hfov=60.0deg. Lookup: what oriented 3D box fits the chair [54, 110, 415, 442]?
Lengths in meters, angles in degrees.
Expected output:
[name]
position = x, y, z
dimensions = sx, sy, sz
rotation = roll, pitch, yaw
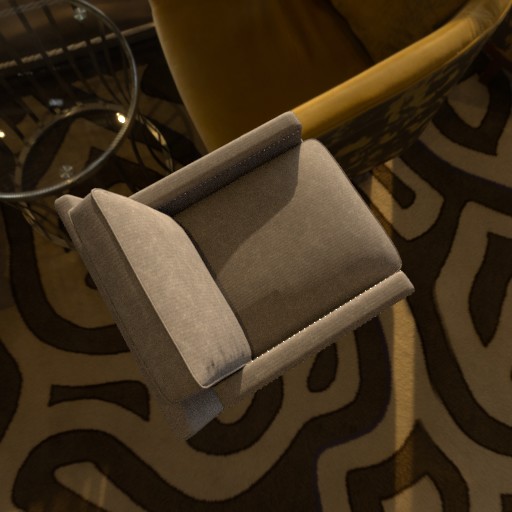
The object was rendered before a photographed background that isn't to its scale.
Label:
[chair]
position = 0.000, 0.000, 1.706
dimensions = 1.014, 0.948, 0.853
rotation = -30, 79, -7
